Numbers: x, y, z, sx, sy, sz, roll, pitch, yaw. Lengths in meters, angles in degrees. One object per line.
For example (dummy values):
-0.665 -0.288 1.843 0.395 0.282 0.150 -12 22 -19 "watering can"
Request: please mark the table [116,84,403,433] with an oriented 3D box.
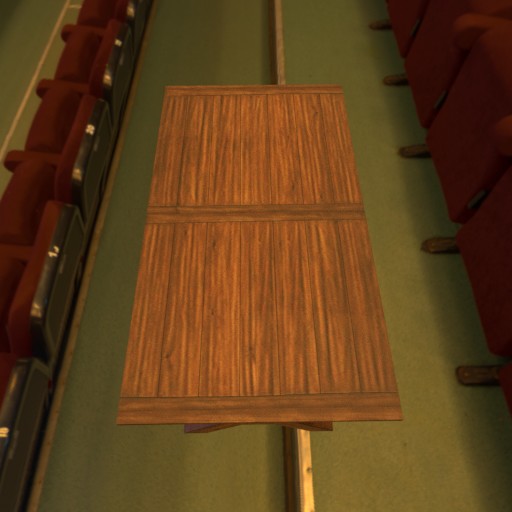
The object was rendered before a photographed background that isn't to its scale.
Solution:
0.000 0.000 2.512 1.071 0.793 1.966 -1 58 0 "table"
